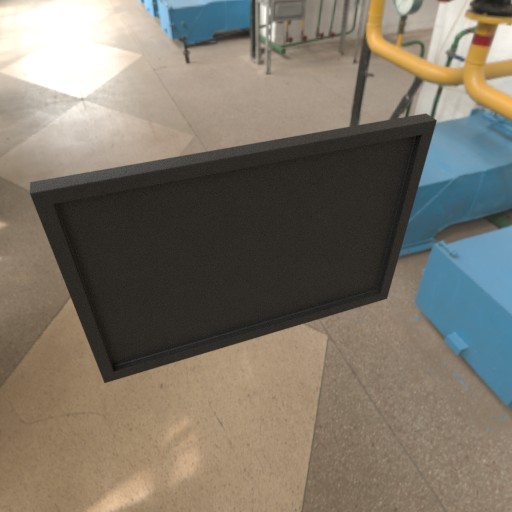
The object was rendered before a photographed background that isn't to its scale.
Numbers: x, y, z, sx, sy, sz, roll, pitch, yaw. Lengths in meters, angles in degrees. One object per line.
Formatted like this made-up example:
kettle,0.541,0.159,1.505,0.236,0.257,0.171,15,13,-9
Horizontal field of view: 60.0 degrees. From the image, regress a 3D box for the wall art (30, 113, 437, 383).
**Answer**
wall art,0.000,0.000,0.564,0.443,0.301,0.021,-14,43,-15
